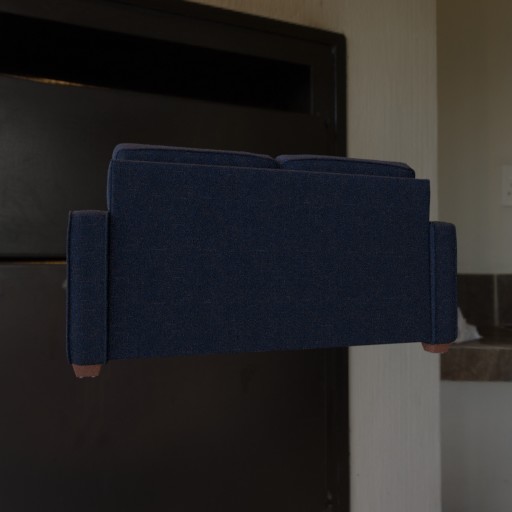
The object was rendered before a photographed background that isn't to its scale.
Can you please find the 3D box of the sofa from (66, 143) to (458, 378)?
[{"bbox_3d":[0.000,0.000,2.269,1.709,0.918,0.947,0,-1,-16],"label":"sofa"}]
